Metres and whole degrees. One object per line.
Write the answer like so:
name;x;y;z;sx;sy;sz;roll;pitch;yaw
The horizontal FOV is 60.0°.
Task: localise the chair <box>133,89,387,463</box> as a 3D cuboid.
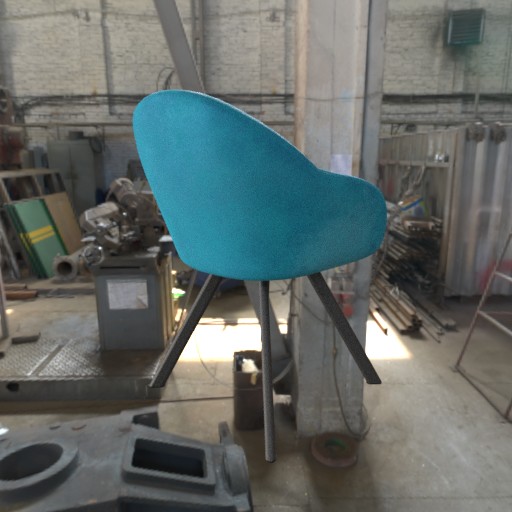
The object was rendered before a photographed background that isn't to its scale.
chair;0.000;0.000;1.198;0.550;0.795;0.590;12;18;43
